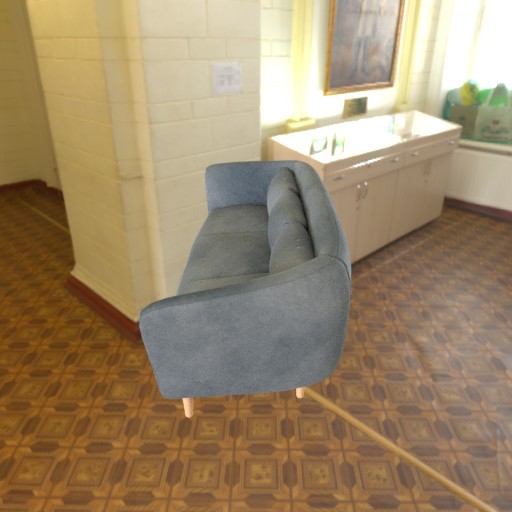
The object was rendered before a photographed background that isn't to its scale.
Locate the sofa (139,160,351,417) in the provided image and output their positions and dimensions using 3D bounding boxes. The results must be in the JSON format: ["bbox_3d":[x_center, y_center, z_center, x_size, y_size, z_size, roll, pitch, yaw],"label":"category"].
[{"bbox_3d":[0.000,0.000,2.625,0.849,0.795,2.095,0,25,1],"label":"sofa"}]
